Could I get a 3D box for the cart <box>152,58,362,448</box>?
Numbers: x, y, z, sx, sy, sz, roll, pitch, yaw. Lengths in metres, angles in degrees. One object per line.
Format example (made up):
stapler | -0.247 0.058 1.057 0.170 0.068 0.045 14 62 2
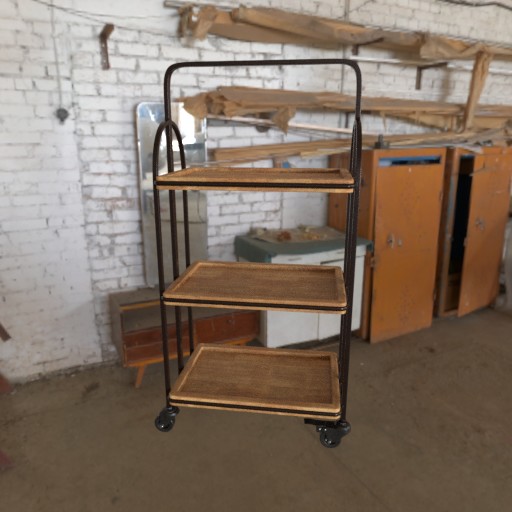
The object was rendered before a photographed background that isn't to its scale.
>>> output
cart | 0.000 0.000 1.230 0.553 1.001 0.327 2 16 8
